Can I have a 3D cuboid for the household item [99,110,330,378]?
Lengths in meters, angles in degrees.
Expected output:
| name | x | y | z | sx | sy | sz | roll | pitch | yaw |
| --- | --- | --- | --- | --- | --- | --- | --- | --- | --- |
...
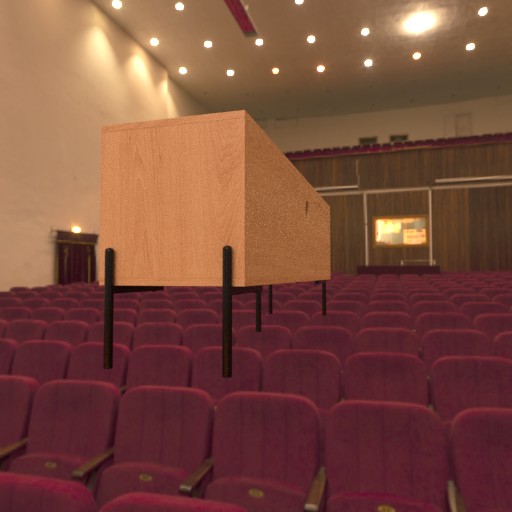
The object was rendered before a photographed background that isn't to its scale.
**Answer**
| name | x | y | z | sx | sy | sz | roll | pitch | yaw |
| --- | --- | --- | --- | --- | --- | --- | --- | --- | --- |
| household item | 0.000 | 0.000 | 1.772 | 0.400 | 0.600 | 1.550 | -1 | -2 | 17 |
